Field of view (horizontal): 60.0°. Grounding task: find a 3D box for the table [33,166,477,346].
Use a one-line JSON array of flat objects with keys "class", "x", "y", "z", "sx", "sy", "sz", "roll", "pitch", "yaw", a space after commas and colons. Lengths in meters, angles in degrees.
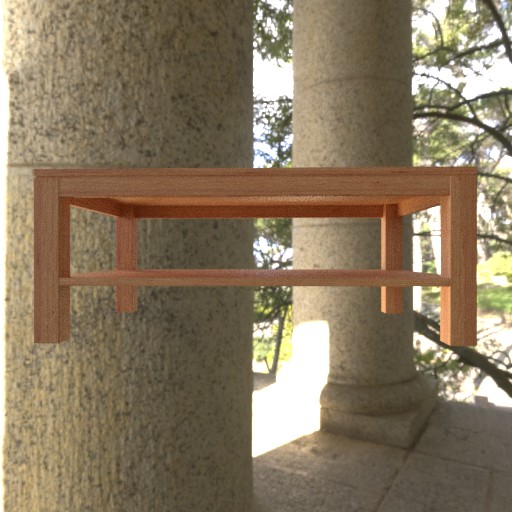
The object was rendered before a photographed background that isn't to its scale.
[{"class": "table", "x": 0.000, "y": 0.000, "z": 1.490, "sx": 1.146, "sy": 0.457, "sz": 0.695, "roll": 0, "pitch": 0, "yaw": 2}]
